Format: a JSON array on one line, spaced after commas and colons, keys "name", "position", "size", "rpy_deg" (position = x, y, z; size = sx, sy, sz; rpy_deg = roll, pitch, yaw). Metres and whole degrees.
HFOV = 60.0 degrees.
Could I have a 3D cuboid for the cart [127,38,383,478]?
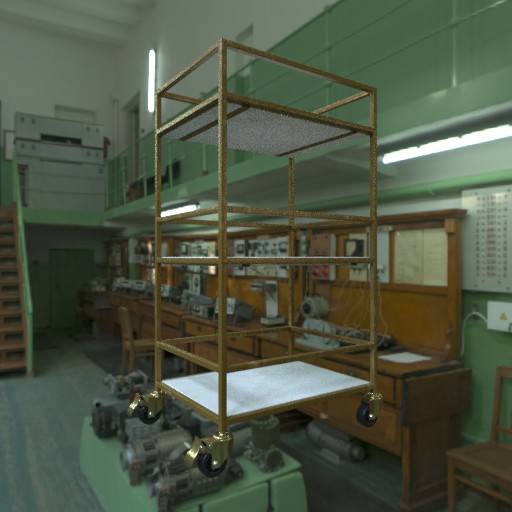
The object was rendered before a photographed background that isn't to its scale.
[{"name": "cart", "position": [0.000, 0.000, 0.998], "size": [0.483, 0.761, 0.332], "rpy_deg": [0, 0, -35]}]
